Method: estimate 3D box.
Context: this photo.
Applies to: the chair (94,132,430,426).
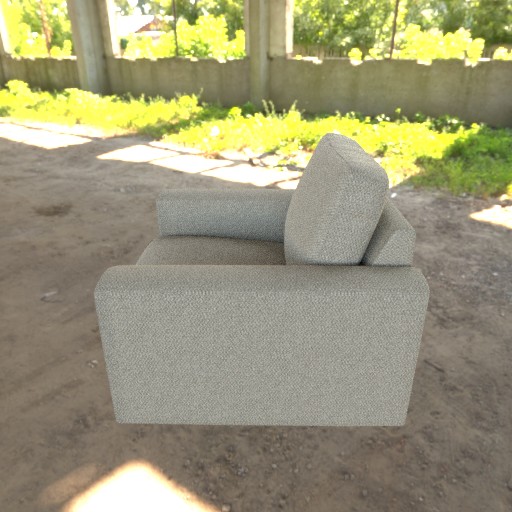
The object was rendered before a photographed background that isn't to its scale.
[{"bbox_3d":[0.000,0.000,1.772,1.016,0.873,1.005,0,25,1],"label":"chair"}]
